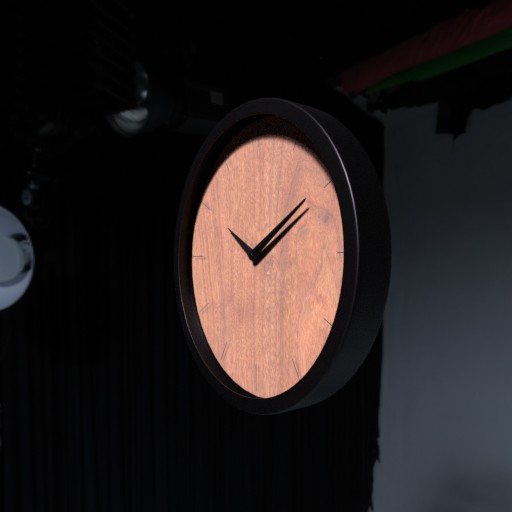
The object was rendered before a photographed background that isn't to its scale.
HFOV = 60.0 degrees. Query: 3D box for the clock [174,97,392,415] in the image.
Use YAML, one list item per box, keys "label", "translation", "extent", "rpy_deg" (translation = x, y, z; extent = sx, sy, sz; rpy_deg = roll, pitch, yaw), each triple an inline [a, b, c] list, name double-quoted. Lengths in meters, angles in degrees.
- label: "clock"
  translation: [0.000, 0.000, 0.466]
  extent: [0.040, 0.314, 0.314]
  rpy_deg: [1, -2, -36]
